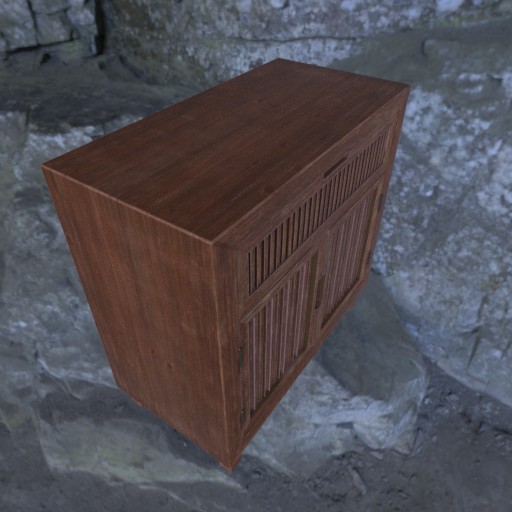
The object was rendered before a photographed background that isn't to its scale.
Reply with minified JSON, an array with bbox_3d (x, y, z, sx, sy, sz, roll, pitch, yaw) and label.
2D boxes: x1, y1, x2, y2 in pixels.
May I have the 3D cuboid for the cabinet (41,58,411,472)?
[{"bbox_3d":[0.000,0.000,1.216,0.412,0.785,0.796,24,46,26],"label":"cabinet"}]
